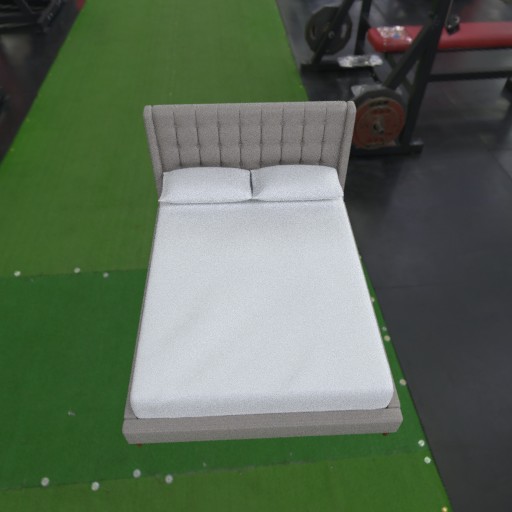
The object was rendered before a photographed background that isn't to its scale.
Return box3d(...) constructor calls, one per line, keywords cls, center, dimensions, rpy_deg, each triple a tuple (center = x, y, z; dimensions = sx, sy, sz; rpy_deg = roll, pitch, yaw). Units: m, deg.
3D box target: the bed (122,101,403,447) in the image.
box3d(cls="bed", center=(0.000, 0.000, 3.138), dimensions=(1.656, 1.147, 2.232), rpy_deg=(-2, 47, -2))
